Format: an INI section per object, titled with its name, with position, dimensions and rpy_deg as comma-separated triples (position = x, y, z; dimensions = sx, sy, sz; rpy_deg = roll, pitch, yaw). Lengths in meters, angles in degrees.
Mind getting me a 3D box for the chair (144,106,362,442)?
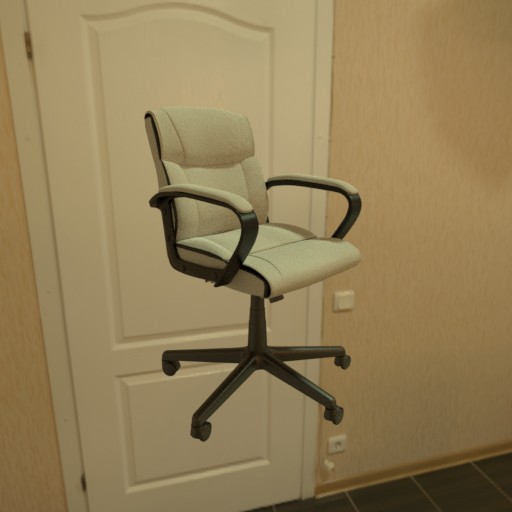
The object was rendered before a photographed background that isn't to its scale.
[chair]
position = 0.000, 0.000, 1.529
dimensions = 0.717, 1.004, 0.739
rpy_deg = 15, 21, 43
